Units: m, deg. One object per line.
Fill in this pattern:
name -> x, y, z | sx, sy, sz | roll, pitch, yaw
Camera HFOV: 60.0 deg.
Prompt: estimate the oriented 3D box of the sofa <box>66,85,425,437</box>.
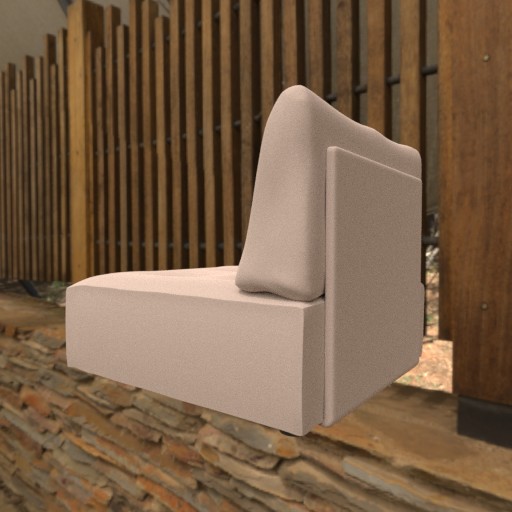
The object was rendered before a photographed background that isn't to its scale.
sofa -> 0.000, 0.000, 1.644 | 1.000, 0.828, 0.935 | 1, 2, 37
